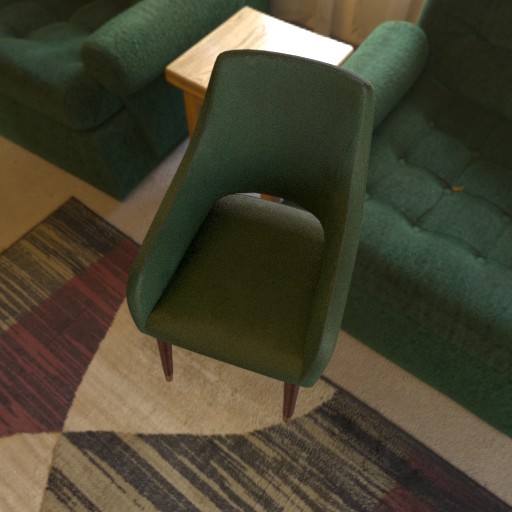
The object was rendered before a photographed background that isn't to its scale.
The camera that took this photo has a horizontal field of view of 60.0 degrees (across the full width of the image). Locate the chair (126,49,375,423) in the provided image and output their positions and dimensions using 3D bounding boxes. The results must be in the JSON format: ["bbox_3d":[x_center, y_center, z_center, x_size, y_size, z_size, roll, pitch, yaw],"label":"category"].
[{"bbox_3d":[0.000,0.000,1.580,0.683,1.081,0.794,16,59,10],"label":"chair"}]
